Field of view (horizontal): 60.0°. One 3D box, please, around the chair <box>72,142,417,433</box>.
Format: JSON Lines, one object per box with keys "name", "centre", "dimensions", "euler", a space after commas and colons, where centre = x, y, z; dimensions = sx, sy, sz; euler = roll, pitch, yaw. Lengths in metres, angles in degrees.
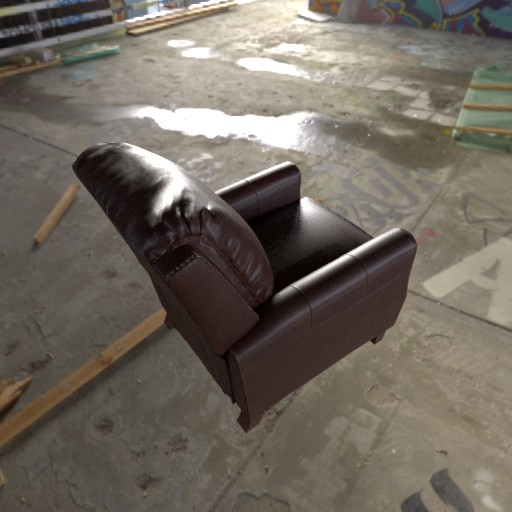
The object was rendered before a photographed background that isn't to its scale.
{"name": "chair", "centre": [0.000, 0.000, 1.788], "dimensions": [1.089, 1.022, 0.826], "euler": [-24, 45, -27]}
